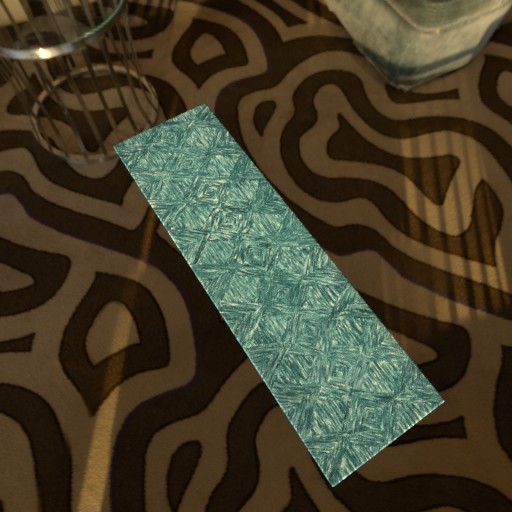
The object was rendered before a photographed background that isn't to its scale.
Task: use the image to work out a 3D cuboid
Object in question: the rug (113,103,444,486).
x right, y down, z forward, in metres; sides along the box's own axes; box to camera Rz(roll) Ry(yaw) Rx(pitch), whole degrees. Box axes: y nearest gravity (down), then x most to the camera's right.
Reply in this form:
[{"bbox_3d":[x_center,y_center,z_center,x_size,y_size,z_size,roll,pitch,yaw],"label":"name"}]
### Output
[{"bbox_3d":[0.000,0.000,2.468,0.676,0.016,2.286,-30,68,-14],"label":"rug"}]
